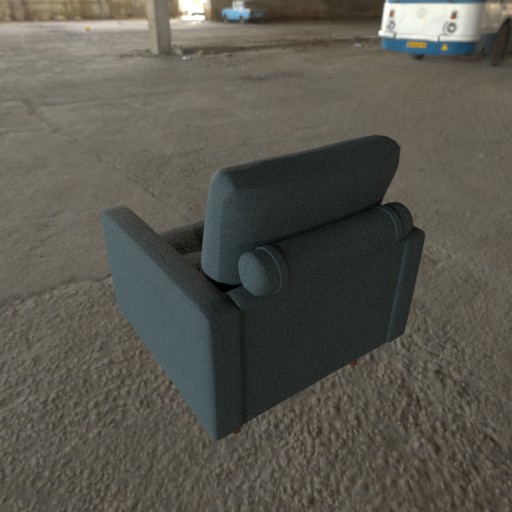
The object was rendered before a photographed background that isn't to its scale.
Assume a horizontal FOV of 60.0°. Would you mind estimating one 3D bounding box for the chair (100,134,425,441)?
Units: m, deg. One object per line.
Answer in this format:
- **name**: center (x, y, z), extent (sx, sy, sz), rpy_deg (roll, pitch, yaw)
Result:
- **chair**: center (0.000, 0.000, 1.558), extent (0.821, 0.880, 0.843), rpy_deg (-19, 36, -30)
